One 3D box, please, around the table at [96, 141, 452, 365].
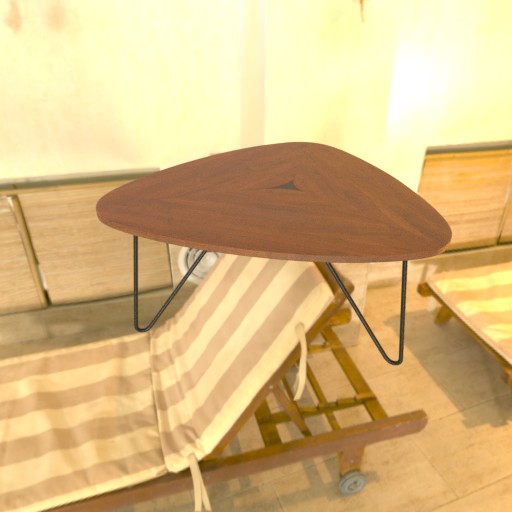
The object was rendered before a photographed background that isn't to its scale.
[{"bbox_3d":[0.000,0.000,1.293,0.821,0.413,0.833,-8,31,-13],"label":"table"}]
